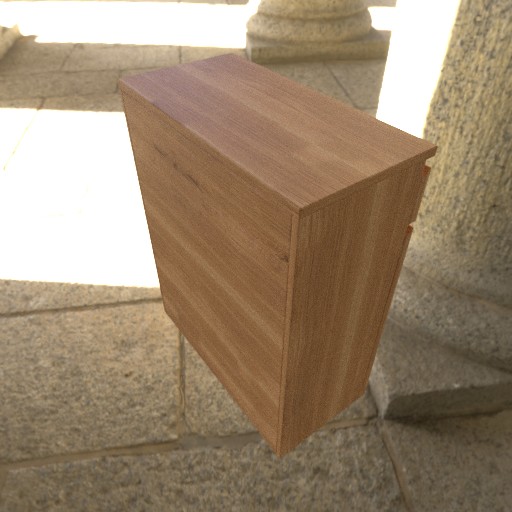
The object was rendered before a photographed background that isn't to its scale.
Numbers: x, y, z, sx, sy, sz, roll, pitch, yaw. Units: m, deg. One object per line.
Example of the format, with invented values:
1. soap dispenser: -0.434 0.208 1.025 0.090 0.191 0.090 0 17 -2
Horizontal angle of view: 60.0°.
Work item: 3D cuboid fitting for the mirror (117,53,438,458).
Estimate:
1. mirror: 0.000 0.000 1.451 0.400 1.000 0.800 -26 48 -27
